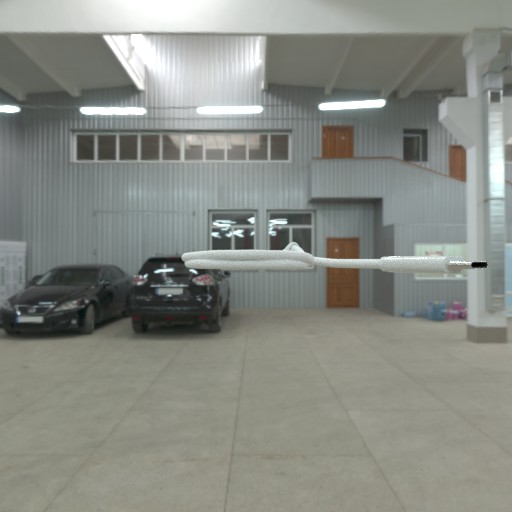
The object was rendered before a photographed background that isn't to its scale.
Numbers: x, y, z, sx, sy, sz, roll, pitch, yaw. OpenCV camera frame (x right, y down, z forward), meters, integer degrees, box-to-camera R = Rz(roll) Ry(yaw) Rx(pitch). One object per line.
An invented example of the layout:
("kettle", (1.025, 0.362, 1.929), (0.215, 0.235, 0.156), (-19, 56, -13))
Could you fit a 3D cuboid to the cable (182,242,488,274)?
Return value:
("cable", (0.000, 0.000, 0.210), (0.070, 0.014, 0.186), (0, 0, -35))
